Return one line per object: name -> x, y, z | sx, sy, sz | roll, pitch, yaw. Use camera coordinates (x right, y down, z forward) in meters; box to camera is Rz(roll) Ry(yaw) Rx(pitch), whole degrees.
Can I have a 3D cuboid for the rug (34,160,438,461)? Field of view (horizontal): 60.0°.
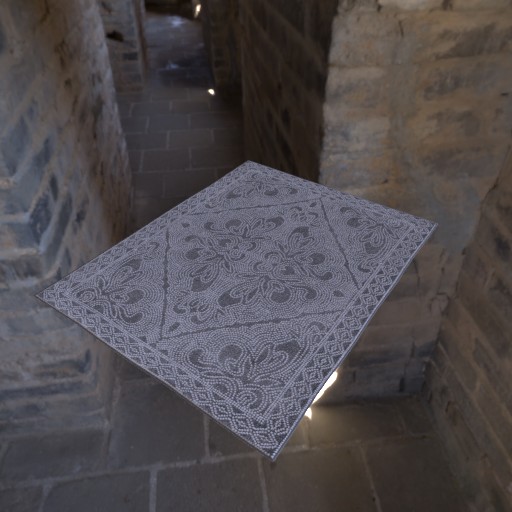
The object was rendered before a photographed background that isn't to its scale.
rug -> 0.000, 0.000, 4.117 | 2.438, 0.012, 3.048 | 25, 45, 27
